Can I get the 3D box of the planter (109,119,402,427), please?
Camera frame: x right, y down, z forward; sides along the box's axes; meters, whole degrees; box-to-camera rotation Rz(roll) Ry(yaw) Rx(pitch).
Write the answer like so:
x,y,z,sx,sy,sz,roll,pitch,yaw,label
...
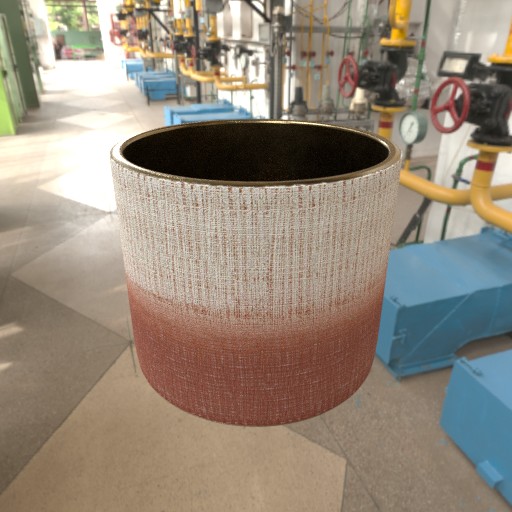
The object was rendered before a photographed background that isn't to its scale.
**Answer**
x,y,z,sx,sy,sz,roll,pitch,yaw,label
0.000,0.000,0.309,0.178,0.157,0.178,0,27,0,planter
